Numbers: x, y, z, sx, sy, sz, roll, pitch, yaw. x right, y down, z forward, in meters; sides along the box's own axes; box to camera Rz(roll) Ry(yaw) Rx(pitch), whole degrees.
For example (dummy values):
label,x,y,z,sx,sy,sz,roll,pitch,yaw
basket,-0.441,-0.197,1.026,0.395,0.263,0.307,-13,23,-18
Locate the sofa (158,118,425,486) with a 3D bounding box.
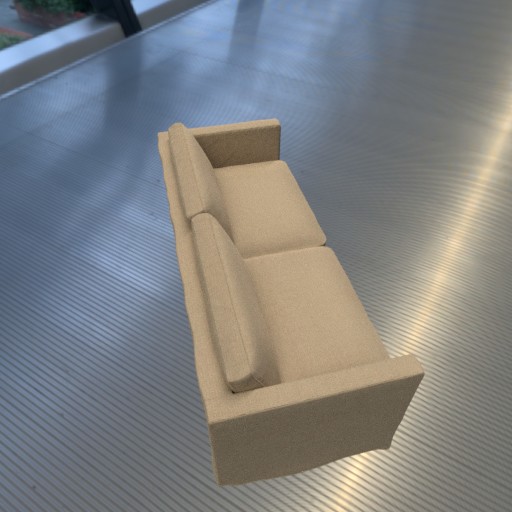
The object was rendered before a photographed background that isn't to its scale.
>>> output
label,x,y,z,sx,sy,sz,roll,pitch,yaw
sofa,0.000,0.000,2.751,0.962,0.853,2.312,-10,45,-10
